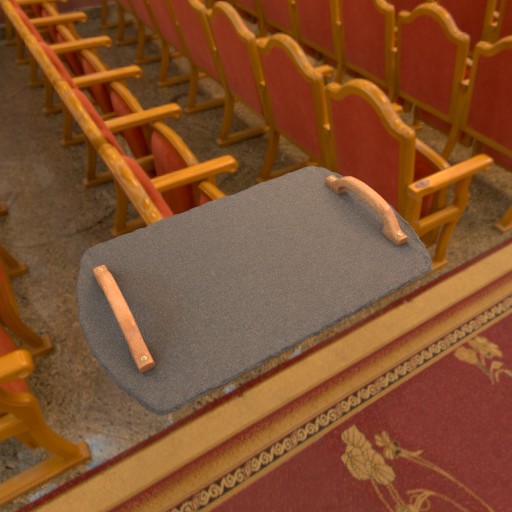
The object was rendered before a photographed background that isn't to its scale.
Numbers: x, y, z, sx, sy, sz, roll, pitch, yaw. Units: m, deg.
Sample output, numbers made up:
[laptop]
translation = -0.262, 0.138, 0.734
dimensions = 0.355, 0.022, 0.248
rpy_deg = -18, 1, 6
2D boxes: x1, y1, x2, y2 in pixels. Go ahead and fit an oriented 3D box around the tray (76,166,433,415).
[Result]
[tray]
translation = 0.000, 0.000, 0.491
dimensions = 0.387, 0.062, 0.231
rpy_deg = -24, 51, -21
